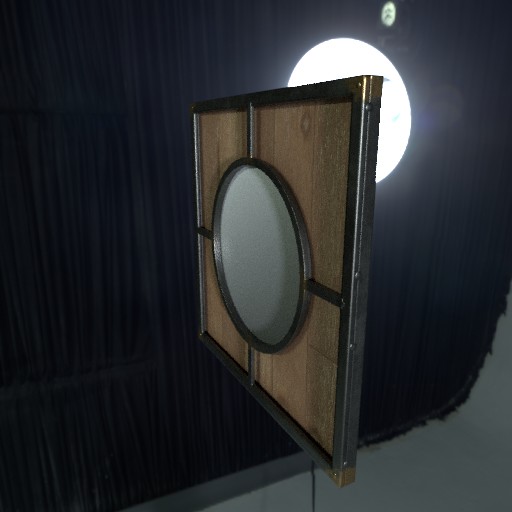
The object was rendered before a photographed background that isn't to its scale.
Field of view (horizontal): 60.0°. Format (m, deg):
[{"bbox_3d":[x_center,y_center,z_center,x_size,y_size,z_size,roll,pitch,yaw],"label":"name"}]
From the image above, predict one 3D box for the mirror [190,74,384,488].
[{"bbox_3d":[0.000,0.000,0.551,0.020,0.381,0.382,-8,17,-27],"label":"mirror"}]
